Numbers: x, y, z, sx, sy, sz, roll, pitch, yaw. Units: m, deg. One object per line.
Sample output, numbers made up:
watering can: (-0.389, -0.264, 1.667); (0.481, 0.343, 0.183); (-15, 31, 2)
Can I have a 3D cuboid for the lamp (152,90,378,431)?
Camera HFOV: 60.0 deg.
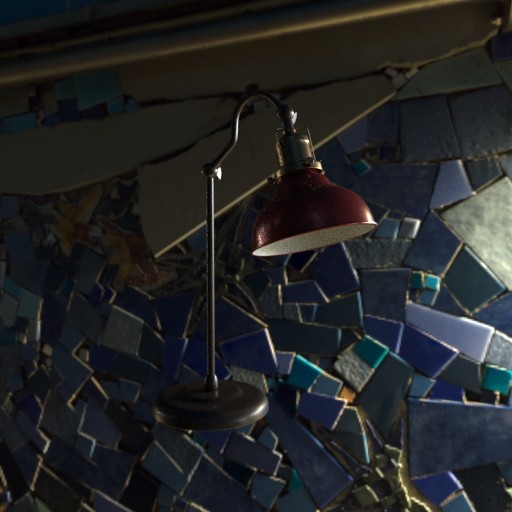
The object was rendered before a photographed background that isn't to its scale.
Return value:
lamp: (0.000, 0.000, 0.686); (0.374, 0.508, 0.192); (0, 1, 35)
